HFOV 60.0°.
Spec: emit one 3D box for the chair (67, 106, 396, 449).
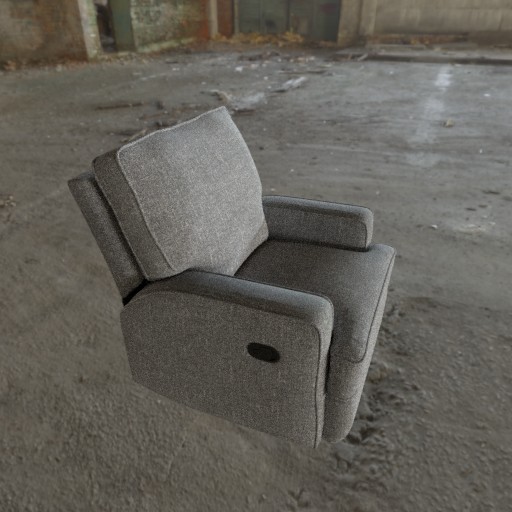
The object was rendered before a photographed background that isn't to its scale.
[{"bbox_3d":[0.000,0.000,1.675,0.964,0.962,0.861,12,32,19],"label":"chair"}]
